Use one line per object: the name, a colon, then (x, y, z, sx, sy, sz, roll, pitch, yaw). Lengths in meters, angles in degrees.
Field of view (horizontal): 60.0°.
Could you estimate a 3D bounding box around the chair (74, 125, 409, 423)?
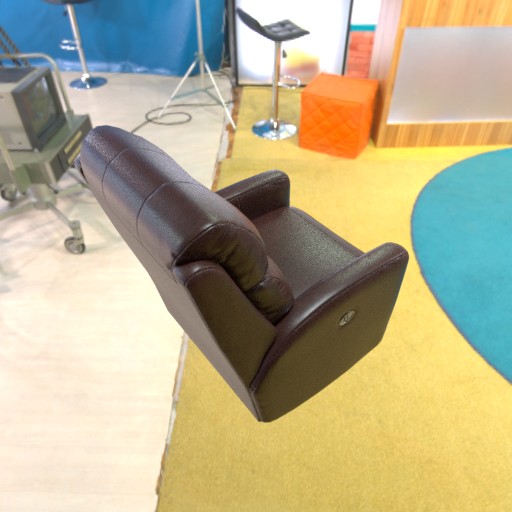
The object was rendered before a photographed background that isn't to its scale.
chair: (0.000, 0.000, 1.676, 0.939, 1.016, 0.787, -26, 47, -27)
